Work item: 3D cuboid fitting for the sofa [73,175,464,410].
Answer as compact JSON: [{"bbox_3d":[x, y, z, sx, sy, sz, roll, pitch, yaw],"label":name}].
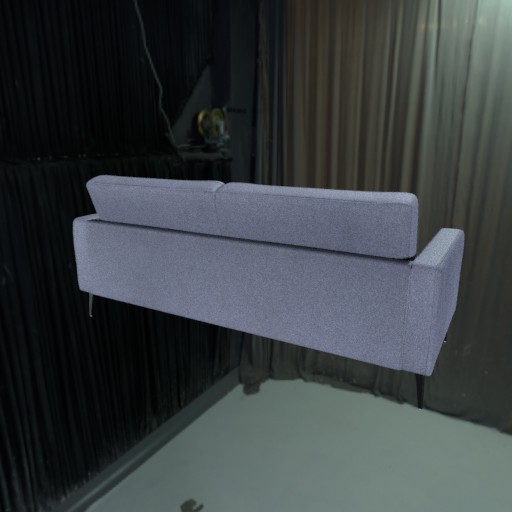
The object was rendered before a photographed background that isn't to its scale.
[{"bbox_3d":[0.000,0.000,2.347,1.925,0.828,0.774,9,17,29],"label":"sofa"}]
